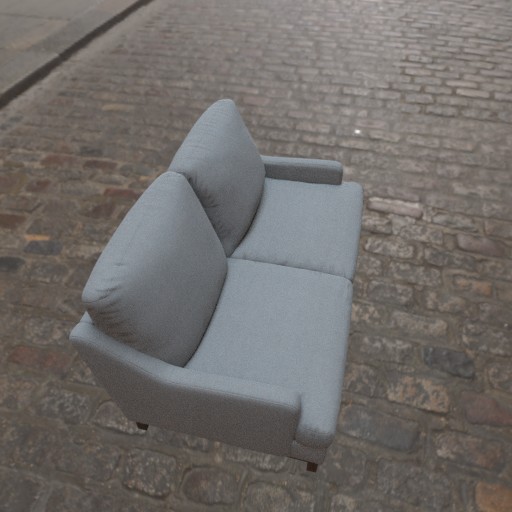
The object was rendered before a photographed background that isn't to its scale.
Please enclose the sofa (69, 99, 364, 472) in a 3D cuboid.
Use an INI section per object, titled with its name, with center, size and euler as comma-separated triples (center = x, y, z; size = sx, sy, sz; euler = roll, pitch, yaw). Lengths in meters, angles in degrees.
[sofa]
center = 0.000, 0.000, 2.163
size = 0.987, 0.921, 1.589
euler = 10, 46, 10
